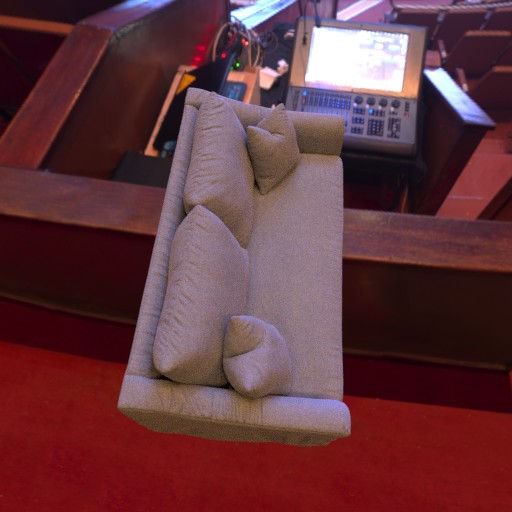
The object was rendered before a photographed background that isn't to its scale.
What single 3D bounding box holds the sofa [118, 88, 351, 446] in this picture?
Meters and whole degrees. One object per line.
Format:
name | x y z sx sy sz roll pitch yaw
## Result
sofa | 0.000 0.000 2.663 1.072 1.018 2.010 4 62 2
